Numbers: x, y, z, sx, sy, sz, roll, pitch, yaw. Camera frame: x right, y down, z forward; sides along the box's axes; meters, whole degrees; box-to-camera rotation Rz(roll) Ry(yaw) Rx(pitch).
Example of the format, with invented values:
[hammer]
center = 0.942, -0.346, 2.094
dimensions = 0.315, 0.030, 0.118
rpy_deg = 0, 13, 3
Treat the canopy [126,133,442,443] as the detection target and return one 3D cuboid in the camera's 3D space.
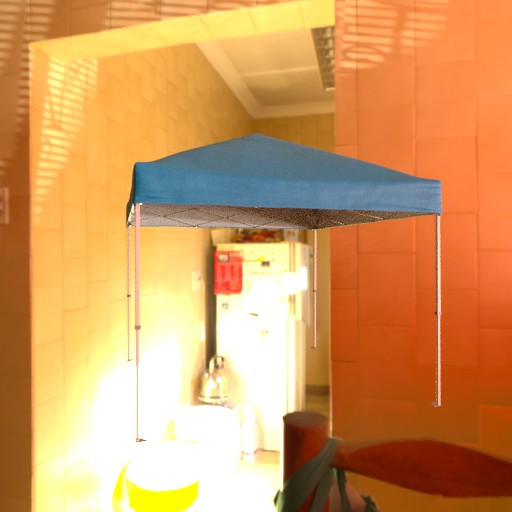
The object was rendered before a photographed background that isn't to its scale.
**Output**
[canopy]
center = 0.000, 0.000, 5.407
dimensions = 2.998, 2.997, 2.996
rpy_deg = 0, 0, -17
